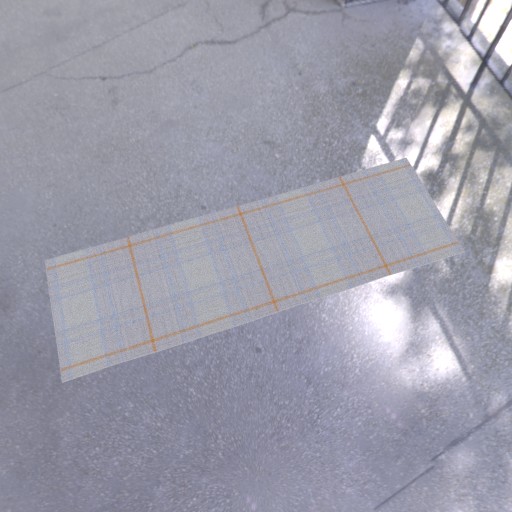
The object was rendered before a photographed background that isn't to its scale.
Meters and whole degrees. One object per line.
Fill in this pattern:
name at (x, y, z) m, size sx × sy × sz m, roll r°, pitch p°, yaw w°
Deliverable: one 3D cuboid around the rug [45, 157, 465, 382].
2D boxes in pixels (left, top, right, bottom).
rug at (0.000, 0.000, 2.700) m, size 2.442 × 0.016 × 0.770 m, roll -17°, pitch 64°, yaw -8°
